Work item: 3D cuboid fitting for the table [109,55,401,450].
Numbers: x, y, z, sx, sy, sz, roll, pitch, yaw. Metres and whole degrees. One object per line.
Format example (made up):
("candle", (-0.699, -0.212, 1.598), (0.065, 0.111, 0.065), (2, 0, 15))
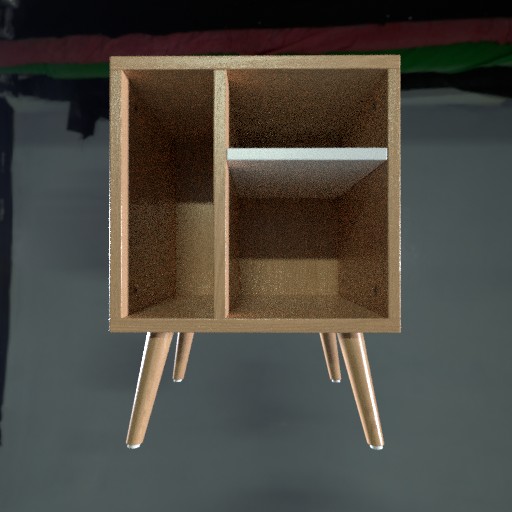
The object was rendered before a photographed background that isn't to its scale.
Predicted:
("table", (0.000, 0.000, 0.808), (0.400, 0.550, 0.400), (0, 0, 1))
